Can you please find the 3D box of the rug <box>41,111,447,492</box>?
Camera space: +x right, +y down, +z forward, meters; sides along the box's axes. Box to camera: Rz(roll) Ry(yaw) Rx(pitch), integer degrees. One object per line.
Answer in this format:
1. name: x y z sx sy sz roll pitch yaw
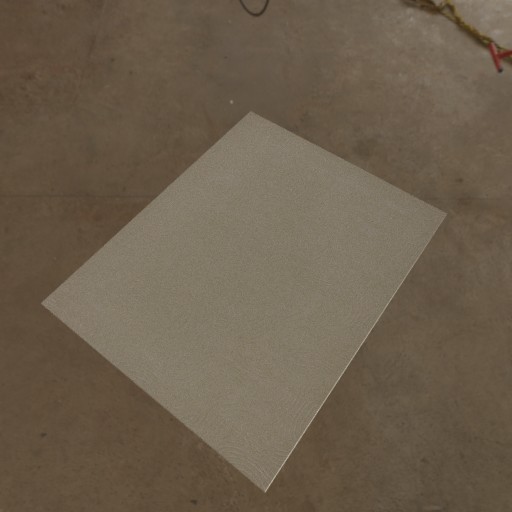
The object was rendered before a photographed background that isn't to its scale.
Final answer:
1. rug: 0.000 0.000 3.508 2.073 0.011 2.584 33 65 18
